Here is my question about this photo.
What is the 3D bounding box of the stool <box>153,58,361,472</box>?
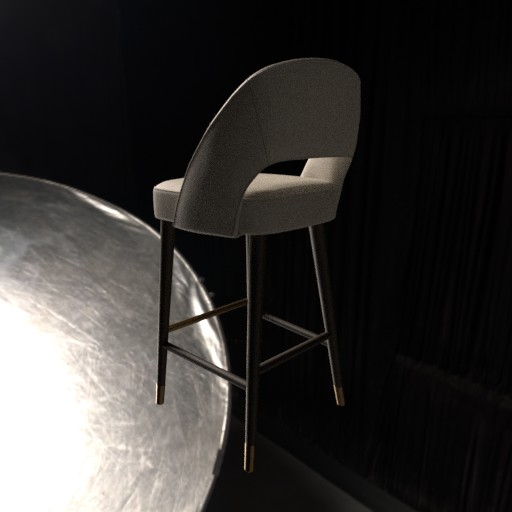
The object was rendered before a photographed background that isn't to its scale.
[{"bbox_3d":[0.000,0.000,1.328,0.494,1.037,0.509,-15,21,-43],"label":"stool"}]
